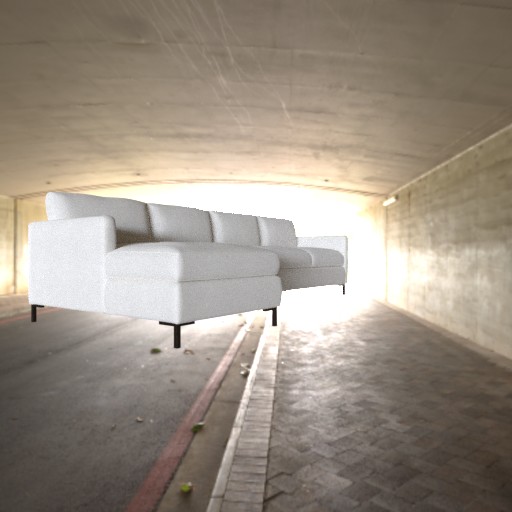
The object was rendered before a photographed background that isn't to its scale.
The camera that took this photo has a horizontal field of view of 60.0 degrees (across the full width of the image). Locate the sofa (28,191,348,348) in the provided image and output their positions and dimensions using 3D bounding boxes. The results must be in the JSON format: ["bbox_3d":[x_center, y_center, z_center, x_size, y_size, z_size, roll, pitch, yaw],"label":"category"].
[{"bbox_3d":[0.000,0.000,3.747,1.467,0.875,3.186,0,0,36],"label":"sofa"}]
